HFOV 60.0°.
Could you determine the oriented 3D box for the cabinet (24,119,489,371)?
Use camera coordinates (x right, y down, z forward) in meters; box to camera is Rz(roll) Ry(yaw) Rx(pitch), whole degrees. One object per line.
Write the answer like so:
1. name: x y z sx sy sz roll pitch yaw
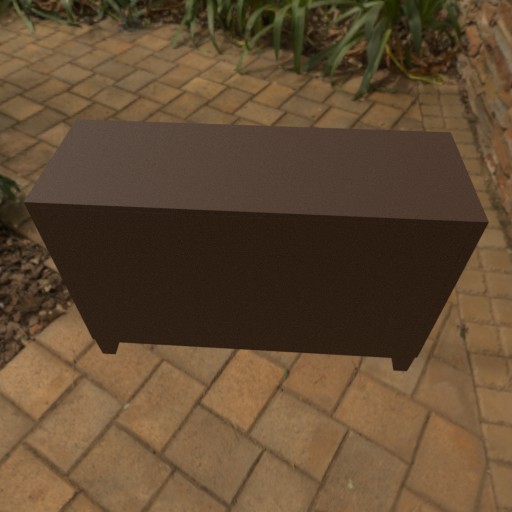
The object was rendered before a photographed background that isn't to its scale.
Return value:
1. cabinet: 0.000 0.000 1.825 1.396 0.914 0.482 3 48 3
